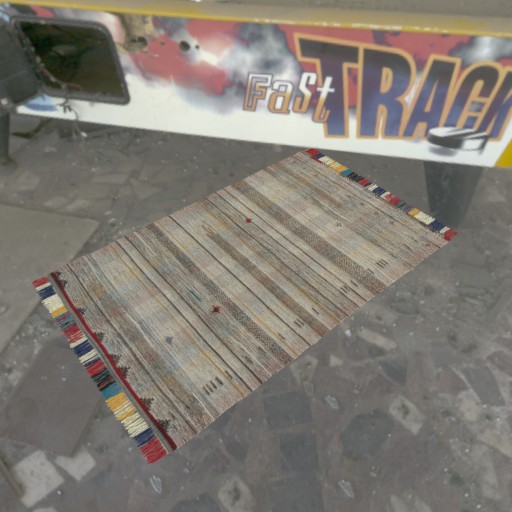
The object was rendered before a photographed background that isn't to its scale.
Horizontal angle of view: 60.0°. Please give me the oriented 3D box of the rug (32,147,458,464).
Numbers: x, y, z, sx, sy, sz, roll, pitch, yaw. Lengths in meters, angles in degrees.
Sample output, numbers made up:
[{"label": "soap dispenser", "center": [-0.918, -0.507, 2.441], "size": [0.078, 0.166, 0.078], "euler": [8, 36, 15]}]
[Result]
[{"label": "rug", "center": [0.000, 0.000, 2.914], "size": [2.465, 0.012, 1.465], "euler": [-31, 53, -27]}]
